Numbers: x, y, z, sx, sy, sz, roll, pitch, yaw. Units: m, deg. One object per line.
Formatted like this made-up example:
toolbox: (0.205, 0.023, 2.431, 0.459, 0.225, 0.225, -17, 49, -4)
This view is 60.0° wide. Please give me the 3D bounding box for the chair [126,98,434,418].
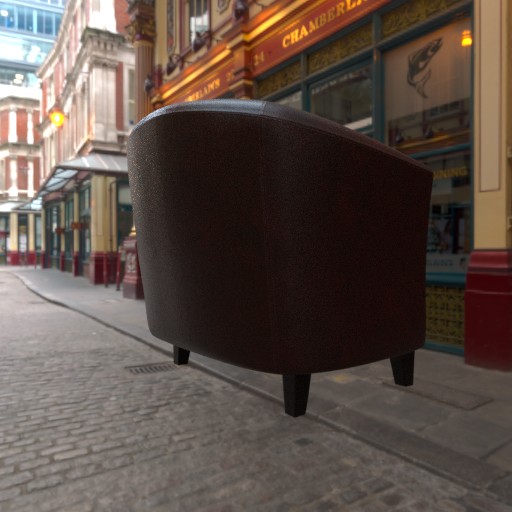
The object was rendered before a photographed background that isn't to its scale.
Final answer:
chair: (0.000, 0.000, 1.369, 0.727, 0.756, 0.792, 0, 0, -36)
